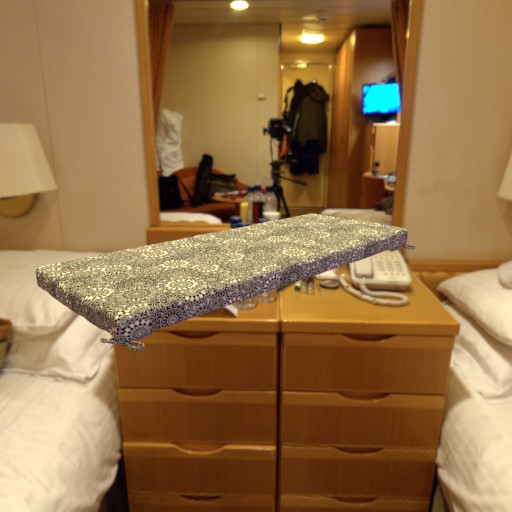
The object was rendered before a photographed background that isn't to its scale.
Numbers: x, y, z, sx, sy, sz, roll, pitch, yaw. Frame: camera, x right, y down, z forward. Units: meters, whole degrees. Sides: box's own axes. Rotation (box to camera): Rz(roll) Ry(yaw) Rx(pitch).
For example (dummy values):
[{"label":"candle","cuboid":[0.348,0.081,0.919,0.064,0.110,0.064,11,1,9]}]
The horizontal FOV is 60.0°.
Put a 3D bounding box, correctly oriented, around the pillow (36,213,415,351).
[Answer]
[{"label":"pillow","cuboid":[0.000,0.000,1.376,1.187,0.081,0.492,-15,21,-42]}]
